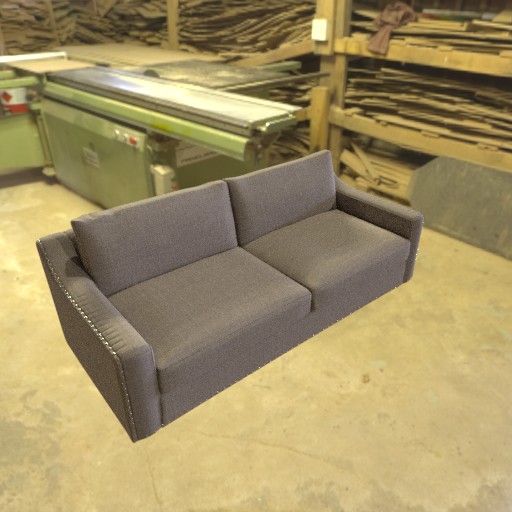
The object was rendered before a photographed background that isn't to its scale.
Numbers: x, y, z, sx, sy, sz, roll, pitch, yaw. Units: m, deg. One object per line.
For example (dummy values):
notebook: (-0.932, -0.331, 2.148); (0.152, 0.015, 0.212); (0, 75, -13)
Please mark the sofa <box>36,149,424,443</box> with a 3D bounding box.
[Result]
sofa: (0.000, 0.000, 2.748); (2.208, 0.857, 1.000); (-22, 37, -33)
